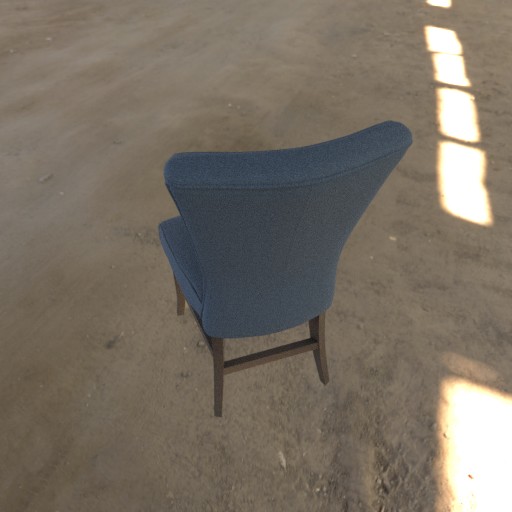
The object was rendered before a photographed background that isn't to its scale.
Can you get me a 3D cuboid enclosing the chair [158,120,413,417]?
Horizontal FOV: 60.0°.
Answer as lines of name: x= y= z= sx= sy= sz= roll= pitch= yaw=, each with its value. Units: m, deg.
chair: x=0.000 y=0.000 z=1.352 sx=0.520 sy=0.991 sz=0.660 roll=-12 pitch=43 yaw=-14
